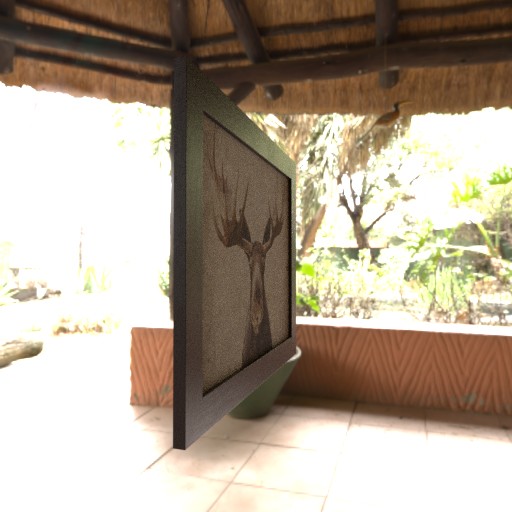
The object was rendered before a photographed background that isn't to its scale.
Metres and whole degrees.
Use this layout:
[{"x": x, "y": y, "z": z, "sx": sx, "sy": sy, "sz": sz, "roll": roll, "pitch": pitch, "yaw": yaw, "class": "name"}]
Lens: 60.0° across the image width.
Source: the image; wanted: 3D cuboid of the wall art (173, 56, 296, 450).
[{"x": 0.000, "y": 0.000, "z": 1.649, "sx": 0.034, "sy": 0.952, "sz": 1.207, "roll": 0, "pitch": -1, "yaw": 18, "class": "wall art"}]
